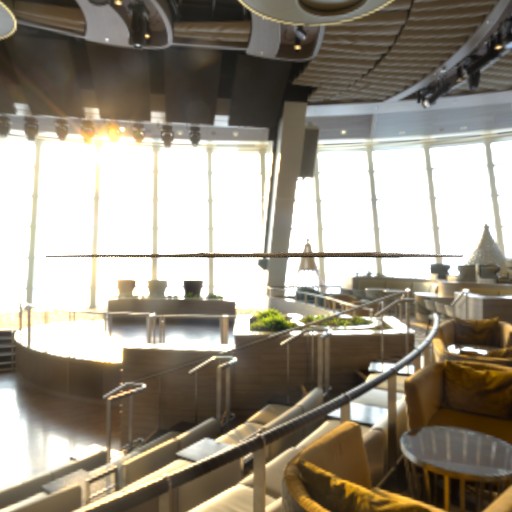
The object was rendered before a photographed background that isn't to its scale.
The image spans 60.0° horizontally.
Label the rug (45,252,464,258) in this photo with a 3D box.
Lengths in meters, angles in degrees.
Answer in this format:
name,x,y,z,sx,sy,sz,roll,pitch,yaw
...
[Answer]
name,x,y,z,sx,sy,sz,roll,pitch,yaw
rug,0.000,0.000,4.818,3.659,0.037,2.734,0,0,36
